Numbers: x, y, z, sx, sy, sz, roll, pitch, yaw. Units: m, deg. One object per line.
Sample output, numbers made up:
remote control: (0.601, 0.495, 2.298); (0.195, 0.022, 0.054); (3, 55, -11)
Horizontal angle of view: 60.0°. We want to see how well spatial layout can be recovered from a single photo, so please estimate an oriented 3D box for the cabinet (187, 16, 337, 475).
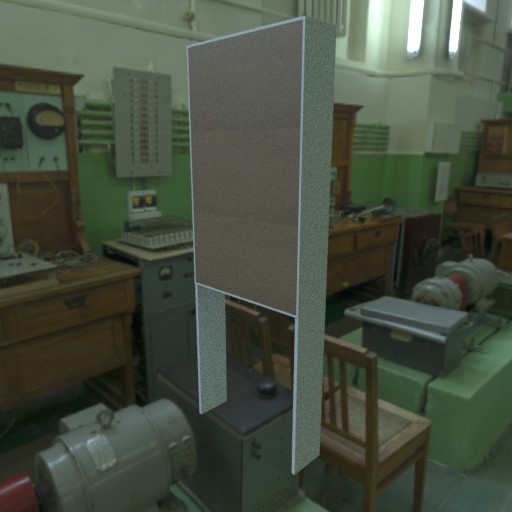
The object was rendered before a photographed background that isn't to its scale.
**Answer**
cabinet: (0.000, 0.000, 1.952); (0.643, 1.770, 0.192); (13, 19, 43)
